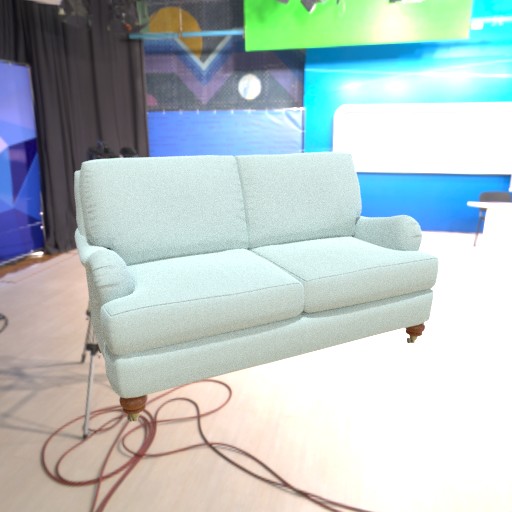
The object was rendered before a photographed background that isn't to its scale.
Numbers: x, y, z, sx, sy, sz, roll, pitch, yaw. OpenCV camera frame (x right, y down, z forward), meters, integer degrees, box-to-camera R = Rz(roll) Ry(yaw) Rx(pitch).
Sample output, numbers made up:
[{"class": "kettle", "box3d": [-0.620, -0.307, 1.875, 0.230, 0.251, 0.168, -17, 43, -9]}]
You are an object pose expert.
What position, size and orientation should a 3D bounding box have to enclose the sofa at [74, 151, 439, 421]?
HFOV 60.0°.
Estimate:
[{"class": "sofa", "box3d": [0.000, 0.000, 2.529, 1.853, 1.101, 1.084, -8, 18, -25]}]
